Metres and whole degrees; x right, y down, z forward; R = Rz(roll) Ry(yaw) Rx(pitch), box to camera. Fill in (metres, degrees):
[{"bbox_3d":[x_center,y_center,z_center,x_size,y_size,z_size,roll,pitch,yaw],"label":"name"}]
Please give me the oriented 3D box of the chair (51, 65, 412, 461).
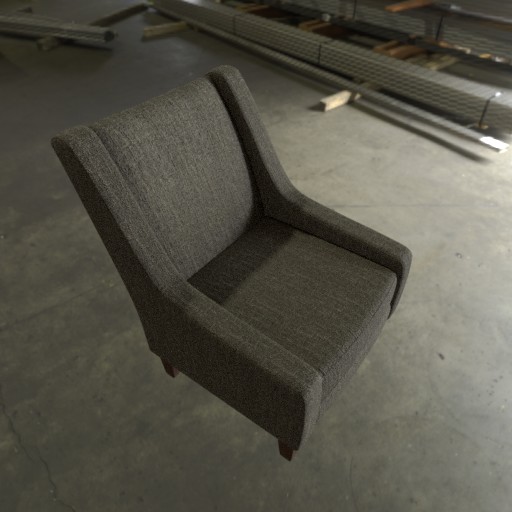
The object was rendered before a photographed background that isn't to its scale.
[{"bbox_3d":[0.000,0.000,1.636,0.944,1.012,0.793,26,47,27],"label":"chair"}]
